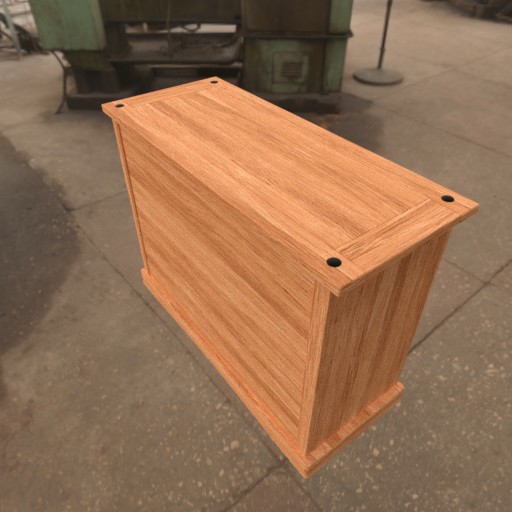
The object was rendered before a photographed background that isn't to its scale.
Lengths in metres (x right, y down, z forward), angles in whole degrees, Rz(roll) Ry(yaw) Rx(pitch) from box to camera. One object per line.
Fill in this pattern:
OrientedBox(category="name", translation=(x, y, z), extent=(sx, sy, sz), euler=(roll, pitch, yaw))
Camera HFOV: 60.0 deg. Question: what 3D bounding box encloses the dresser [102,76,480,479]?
OrientedBox(category="dresser", translation=(0.000, 0.000, 1.357), extent=(0.410, 0.740, 0.990), euler=(-26, 47, -28))
